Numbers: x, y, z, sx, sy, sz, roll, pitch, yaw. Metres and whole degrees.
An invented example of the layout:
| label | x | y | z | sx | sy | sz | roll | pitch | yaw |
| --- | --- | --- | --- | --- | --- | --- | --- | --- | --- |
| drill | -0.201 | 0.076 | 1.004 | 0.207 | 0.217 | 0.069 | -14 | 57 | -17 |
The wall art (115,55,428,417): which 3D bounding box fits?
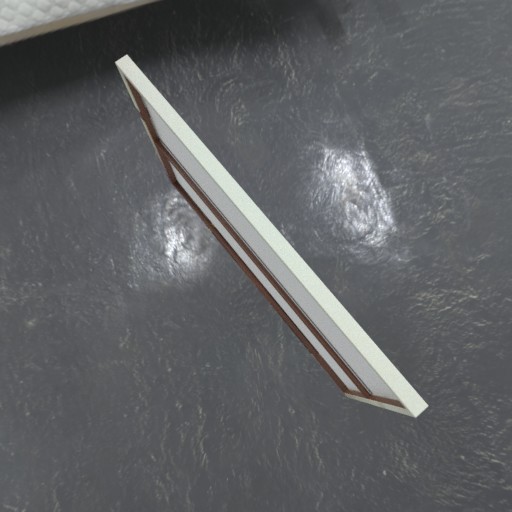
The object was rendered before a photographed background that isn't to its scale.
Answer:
| label | x | y | z | sx | sy | sz | roll | pitch | yaw |
| --- | --- | --- | --- | --- | --- | --- | --- | --- | --- |
| wall art | 0.000 | 0.000 | 1.441 | 0.040 | 0.765 | 1.149 | -38 | 79 | -9 |
